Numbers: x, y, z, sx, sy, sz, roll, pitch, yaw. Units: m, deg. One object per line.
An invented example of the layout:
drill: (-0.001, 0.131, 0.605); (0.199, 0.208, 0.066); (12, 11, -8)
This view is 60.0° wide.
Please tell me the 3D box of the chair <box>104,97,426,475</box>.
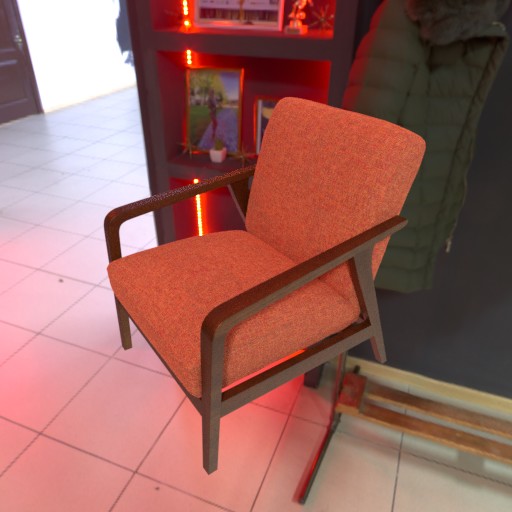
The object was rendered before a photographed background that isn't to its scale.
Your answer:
chair: (0.000, 0.000, 1.510); (0.860, 0.890, 0.719); (-21, 37, -30)
